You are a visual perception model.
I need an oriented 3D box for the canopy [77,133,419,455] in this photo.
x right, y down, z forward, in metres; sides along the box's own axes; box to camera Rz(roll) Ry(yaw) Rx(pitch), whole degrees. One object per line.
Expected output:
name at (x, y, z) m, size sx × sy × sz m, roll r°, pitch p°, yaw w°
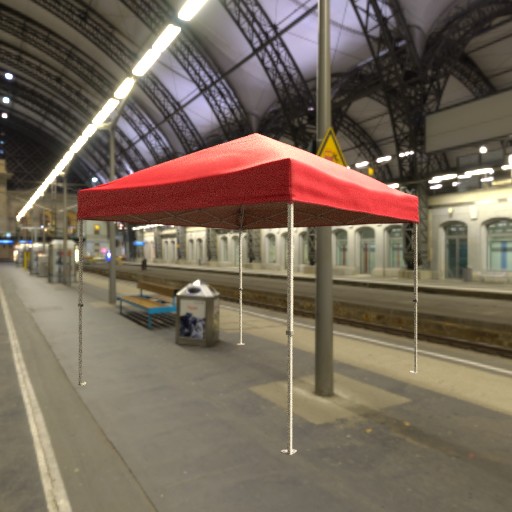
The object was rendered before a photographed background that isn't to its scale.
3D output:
canopy at (0.000, 0.000, 5.423) m, size 2.998 × 2.997 × 2.996 m, roll 0°, pitch 0°, yaw 38°
